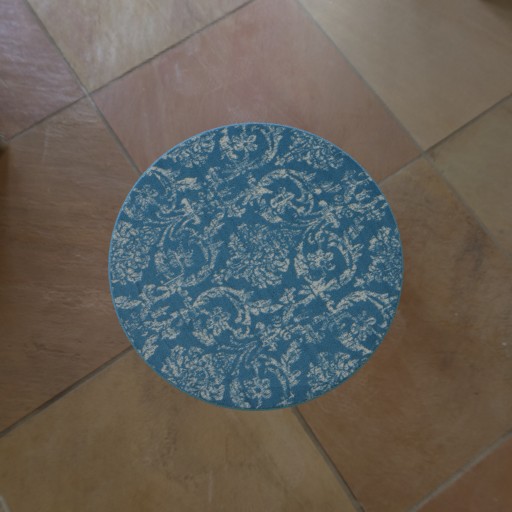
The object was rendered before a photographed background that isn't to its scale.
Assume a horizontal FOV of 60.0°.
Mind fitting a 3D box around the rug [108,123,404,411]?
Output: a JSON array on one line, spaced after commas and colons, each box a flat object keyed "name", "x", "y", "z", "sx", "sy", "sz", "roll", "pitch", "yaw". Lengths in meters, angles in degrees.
[{"name": "rug", "x": 0.000, "y": 0.000, "z": 2.399, "sx": 1.593, "sy": 0.012, "sz": 1.593, "roll": 0, "pitch": 77, "yaw": 0}]
